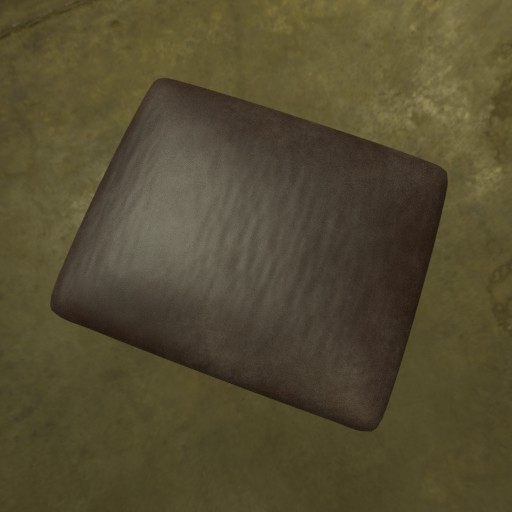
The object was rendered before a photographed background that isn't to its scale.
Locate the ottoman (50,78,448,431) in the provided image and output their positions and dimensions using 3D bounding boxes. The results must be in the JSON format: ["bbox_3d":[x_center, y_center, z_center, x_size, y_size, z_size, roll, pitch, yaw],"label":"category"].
[{"bbox_3d":[0.000,0.000,1.233,0.806,0.569,0.670,19,77,5],"label":"ottoman"}]
